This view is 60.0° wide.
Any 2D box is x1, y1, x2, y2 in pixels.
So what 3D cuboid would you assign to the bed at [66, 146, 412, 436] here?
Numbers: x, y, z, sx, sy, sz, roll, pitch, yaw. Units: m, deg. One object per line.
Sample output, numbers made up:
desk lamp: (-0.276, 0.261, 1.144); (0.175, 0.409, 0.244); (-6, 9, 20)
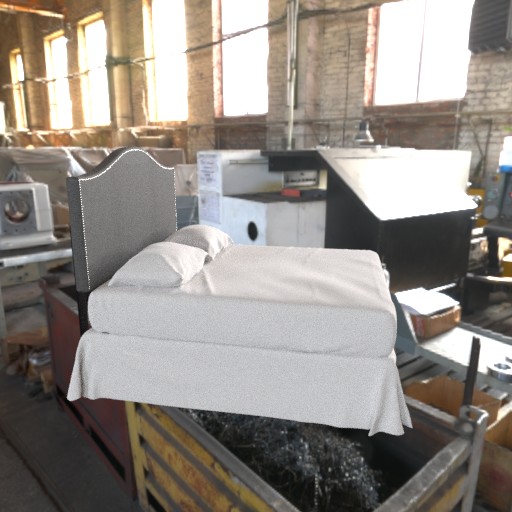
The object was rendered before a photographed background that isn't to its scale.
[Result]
bed: (0.000, 0.000, 3.424); (2.221, 1.645, 1.876); (3, 14, 11)
